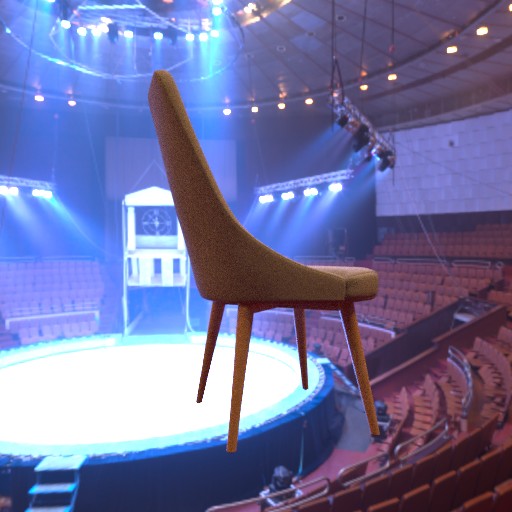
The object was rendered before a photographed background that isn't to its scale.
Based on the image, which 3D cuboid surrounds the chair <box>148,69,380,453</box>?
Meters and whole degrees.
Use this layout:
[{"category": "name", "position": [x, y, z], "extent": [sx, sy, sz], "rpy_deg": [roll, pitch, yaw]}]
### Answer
[{"category": "chair", "position": [0.000, 0.000, 1.412], "extent": [0.660, 1.040, 0.510], "rpy_deg": [0, 0, -19]}]
